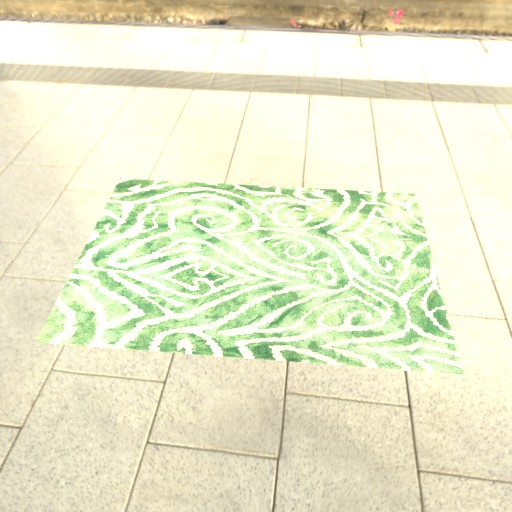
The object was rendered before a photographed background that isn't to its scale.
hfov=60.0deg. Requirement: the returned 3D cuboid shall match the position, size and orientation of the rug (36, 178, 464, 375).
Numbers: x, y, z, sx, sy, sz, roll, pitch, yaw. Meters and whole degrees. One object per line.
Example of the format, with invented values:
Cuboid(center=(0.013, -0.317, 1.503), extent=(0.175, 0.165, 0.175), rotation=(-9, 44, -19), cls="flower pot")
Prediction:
Cuboid(center=(0.000, 0.000, 2.309), extent=(1.826, 0.006, 1.220), rotation=(4, 45, 4), cls="rug")
